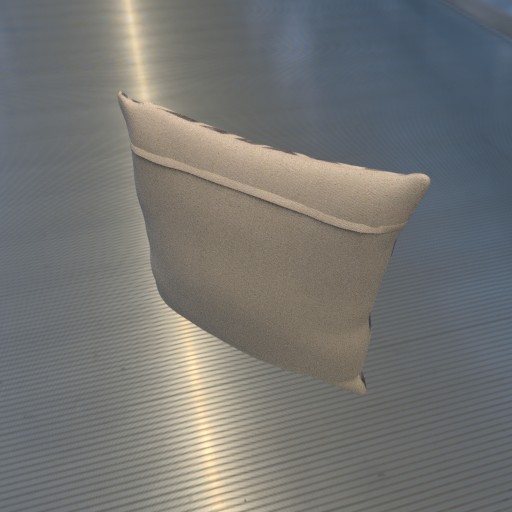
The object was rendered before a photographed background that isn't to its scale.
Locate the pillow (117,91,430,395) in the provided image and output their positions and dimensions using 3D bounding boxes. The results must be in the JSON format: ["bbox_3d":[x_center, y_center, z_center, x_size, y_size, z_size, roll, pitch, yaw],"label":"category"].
[{"bbox_3d":[0.000,0.000,0.685,0.440,0.441,0.182,22,49,21],"label":"pillow"}]
